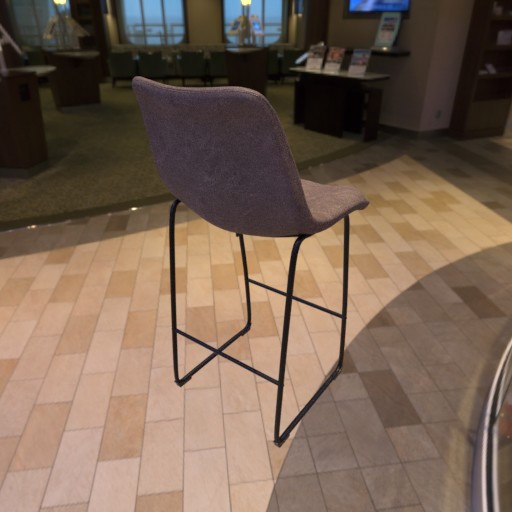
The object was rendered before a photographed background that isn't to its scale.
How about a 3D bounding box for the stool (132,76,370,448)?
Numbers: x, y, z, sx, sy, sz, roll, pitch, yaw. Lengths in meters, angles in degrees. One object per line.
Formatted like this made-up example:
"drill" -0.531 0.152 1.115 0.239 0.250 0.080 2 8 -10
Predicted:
"stool" 0.000 0.000 1.398 0.514 1.082 0.561 19 34 32
